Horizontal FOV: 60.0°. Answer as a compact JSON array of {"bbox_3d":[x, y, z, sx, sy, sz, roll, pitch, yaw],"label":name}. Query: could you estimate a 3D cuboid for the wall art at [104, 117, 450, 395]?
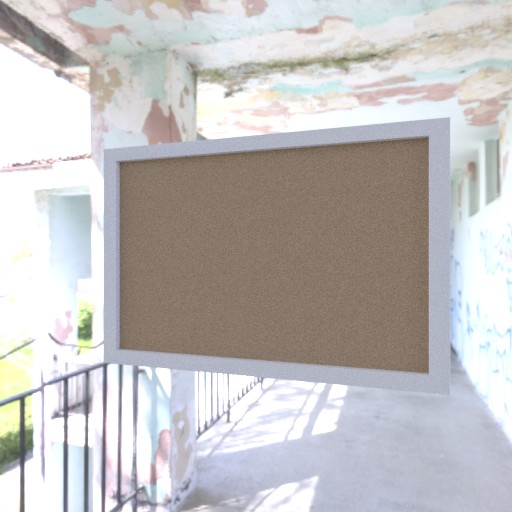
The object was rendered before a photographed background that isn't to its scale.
[{"bbox_3d":[0.000,0.000,1.422,1.144,0.767,0.038,0,0,19],"label":"wall art"}]
